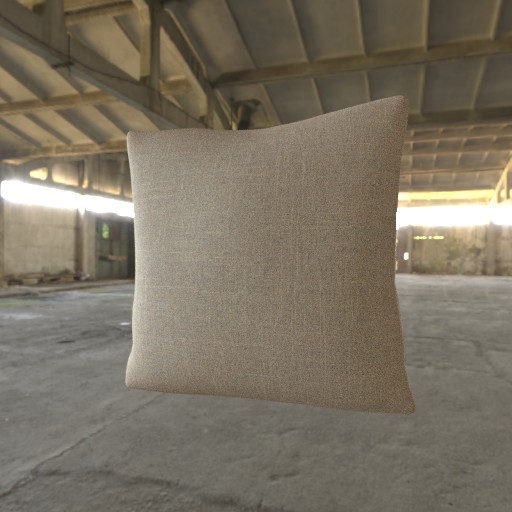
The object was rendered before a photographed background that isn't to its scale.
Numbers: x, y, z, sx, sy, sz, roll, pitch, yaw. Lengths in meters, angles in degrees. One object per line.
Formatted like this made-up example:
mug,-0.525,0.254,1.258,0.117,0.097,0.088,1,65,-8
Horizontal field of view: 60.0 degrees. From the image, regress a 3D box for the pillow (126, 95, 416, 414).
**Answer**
pillow,0.000,0.000,0.851,0.578,0.558,0.192,0,0,18
